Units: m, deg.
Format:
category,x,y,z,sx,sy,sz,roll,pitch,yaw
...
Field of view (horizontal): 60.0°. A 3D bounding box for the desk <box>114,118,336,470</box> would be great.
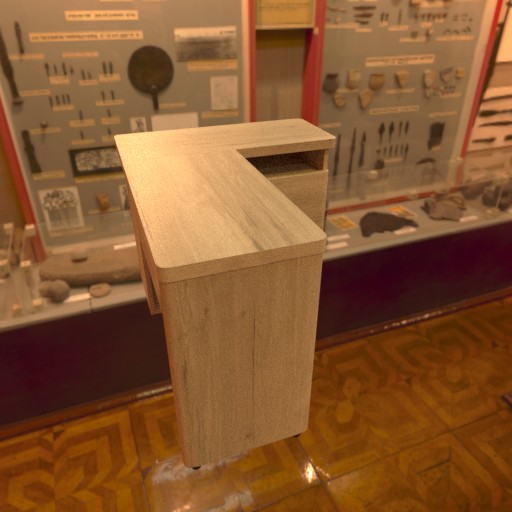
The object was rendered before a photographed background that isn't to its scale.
category,x,y,z,sx,sy,sz,roll,pitch,yaw
desk,0.000,0.000,1.791,0.900,0.760,1.169,-11,32,-17
